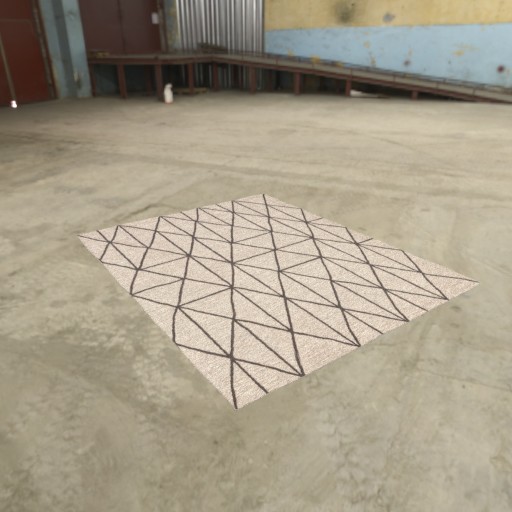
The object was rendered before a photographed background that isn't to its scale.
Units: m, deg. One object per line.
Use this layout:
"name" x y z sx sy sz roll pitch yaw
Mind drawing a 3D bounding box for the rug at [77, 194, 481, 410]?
"rug" 0.000 0.000 4.161 2.468 0.022 3.061 -17 30 -32
